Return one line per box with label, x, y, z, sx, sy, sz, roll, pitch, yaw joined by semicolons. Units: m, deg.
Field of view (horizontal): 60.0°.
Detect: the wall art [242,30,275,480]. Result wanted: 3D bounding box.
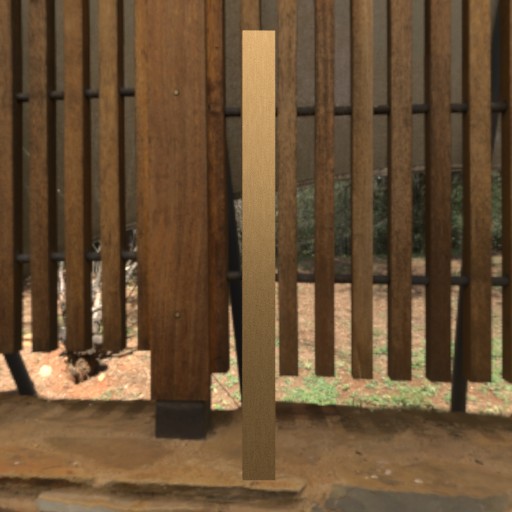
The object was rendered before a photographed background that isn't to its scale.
wall art;0.000;0.000;0.756;0.037;0.509;0.510;0;0;-1
